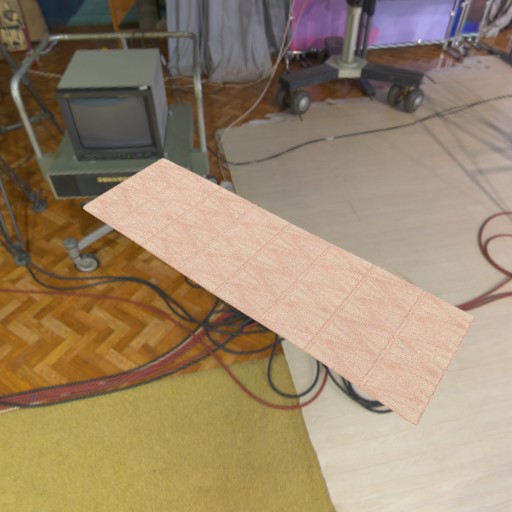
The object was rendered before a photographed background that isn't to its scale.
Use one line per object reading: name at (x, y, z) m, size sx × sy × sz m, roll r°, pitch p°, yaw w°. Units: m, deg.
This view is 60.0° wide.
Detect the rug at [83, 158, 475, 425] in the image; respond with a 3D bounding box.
rug at (0.000, 0.000, 2.706) m, size 2.435 × 0.015 × 0.760 m, roll 30°, pitch 53°, yaw 25°
